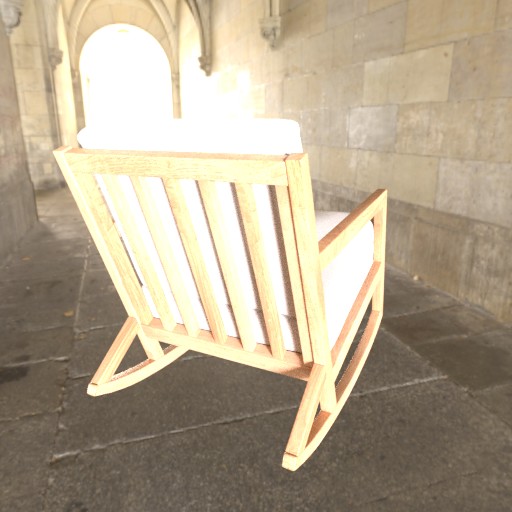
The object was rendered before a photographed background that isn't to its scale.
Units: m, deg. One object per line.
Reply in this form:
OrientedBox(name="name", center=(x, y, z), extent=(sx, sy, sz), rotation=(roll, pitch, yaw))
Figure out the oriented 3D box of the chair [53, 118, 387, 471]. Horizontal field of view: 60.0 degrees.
OrientedBox(name="chair", center=(0.000, 0.000, 1.349), extent=(0.622, 0.790, 0.857), rotation=(8, 18, 26))
